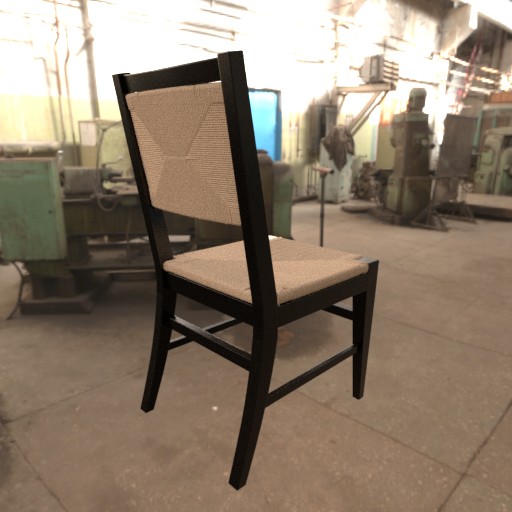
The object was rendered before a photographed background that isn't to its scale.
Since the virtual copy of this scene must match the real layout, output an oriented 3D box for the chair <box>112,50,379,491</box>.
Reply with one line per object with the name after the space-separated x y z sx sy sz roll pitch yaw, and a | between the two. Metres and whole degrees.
0.000 0.000 1.210 0.552 0.927 0.437 -14 21 -42 | chair
